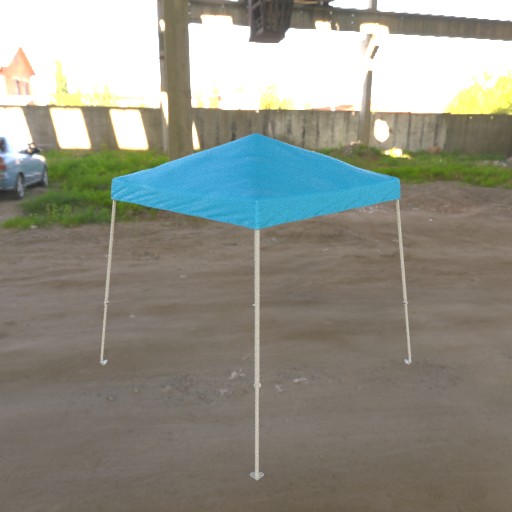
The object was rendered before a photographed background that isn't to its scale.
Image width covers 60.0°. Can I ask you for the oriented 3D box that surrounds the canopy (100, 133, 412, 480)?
[{"bbox_3d":[0.000,0.000,6.745,3.600,3.600,3.599,15,22,43],"label":"canopy"}]
